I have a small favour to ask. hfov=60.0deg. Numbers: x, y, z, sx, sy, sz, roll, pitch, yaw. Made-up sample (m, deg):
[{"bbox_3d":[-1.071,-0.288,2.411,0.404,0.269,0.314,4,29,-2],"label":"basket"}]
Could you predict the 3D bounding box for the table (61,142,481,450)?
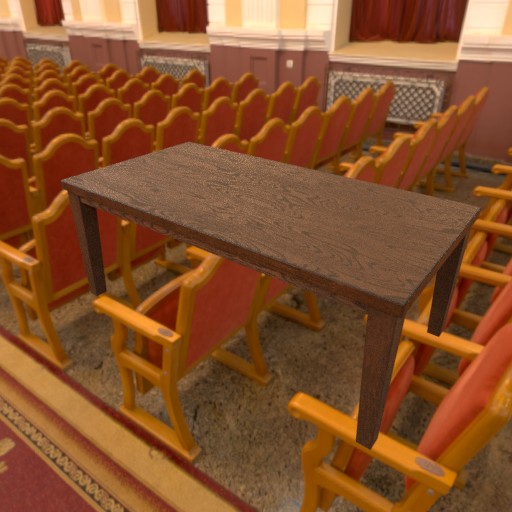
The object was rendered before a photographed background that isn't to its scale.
[{"bbox_3d":[0.000,0.000,2.507,1.981,0.762,1.016,20,35,32],"label":"table"}]
